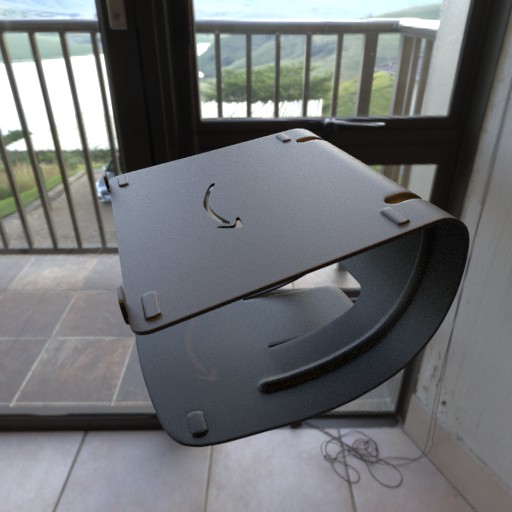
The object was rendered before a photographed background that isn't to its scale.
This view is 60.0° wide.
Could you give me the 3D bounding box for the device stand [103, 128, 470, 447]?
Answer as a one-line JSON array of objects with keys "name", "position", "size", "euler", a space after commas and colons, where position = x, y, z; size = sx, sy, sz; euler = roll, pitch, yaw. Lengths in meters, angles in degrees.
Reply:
[{"name": "device stand", "position": [0.000, 0.000, 0.397], "size": [0.236, 0.155, 0.256], "euler": [-10, 32, -16]}]
